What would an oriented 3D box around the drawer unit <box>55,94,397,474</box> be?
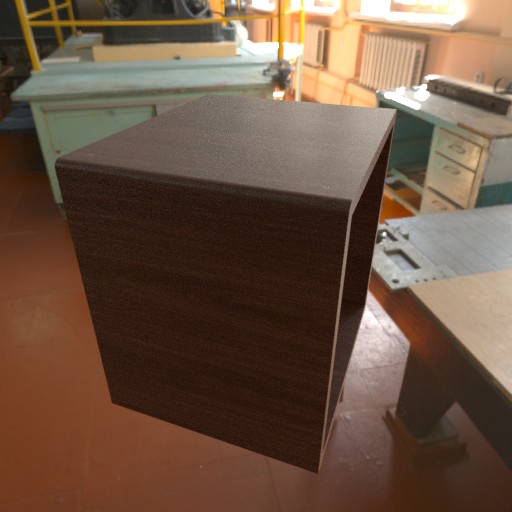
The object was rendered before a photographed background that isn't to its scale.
[{"bbox_3d":[0.000,0.000,0.617,0.290,0.351,0.349,11,33,18],"label":"drawer unit"}]
